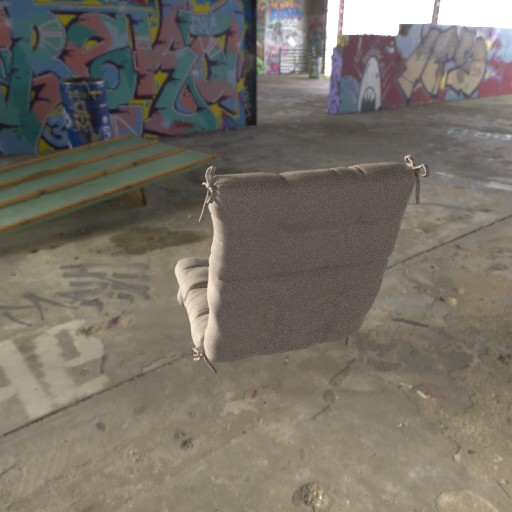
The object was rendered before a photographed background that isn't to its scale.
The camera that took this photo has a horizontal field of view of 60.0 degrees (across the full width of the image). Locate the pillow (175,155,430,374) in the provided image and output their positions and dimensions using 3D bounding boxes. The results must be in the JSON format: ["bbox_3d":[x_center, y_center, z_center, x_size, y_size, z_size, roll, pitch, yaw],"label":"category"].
[{"bbox_3d":[0.000,0.000,1.516,0.526,0.863,1.016,-7,27,-15],"label":"pillow"}]
